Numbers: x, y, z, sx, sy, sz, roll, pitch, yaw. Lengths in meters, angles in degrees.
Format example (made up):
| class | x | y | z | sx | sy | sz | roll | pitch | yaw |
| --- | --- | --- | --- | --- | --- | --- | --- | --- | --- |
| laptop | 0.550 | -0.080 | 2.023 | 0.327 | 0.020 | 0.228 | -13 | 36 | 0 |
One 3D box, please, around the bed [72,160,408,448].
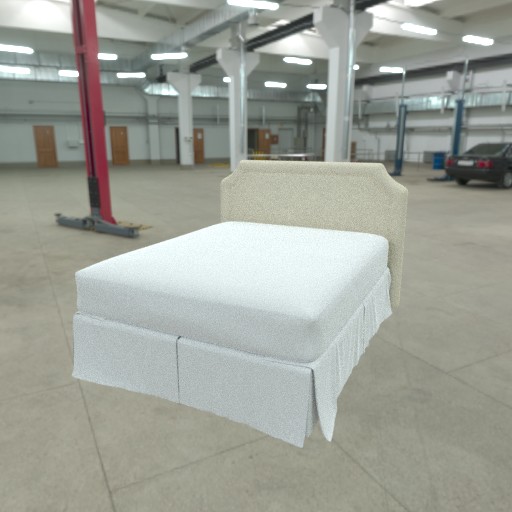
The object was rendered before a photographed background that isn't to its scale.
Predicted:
| class | x | y | z | sx | sy | sz | roll | pitch | yaw |
| --- | --- | --- | --- | --- | --- | --- | --- | --- | --- |
| bed | 0.000 | 0.000 | 3.321 | 1.827 | 1.296 | 2.209 | 7 | 16 | 26 |
